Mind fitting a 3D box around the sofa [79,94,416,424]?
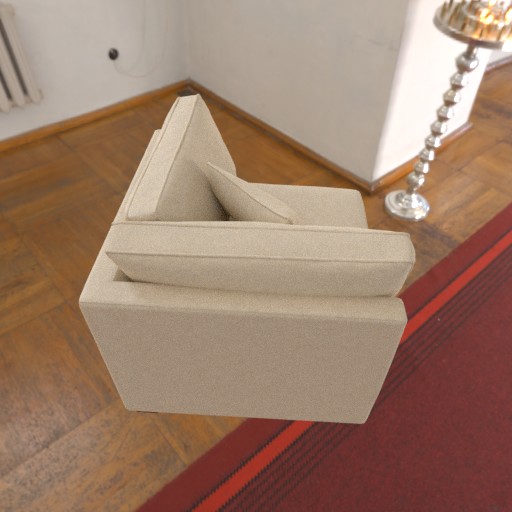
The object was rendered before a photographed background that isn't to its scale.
[{"bbox_3d":[0.000,0.000,2.015,1.084,1.002,1.146,3,45,3],"label":"sofa"}]
